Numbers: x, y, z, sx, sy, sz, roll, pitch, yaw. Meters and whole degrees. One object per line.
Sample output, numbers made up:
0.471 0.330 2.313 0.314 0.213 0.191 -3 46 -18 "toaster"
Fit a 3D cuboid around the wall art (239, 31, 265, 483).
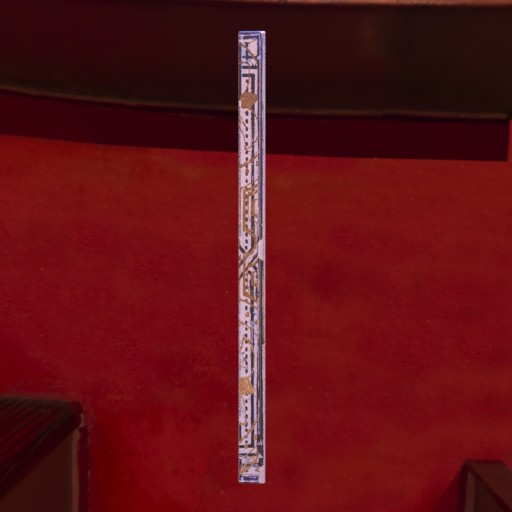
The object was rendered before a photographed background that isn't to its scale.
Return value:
0.000 0.000 0.898 0.036 0.607 0.609 0 91 1 "wall art"
